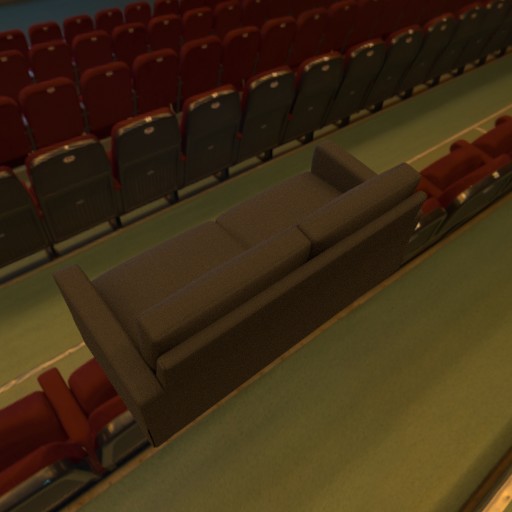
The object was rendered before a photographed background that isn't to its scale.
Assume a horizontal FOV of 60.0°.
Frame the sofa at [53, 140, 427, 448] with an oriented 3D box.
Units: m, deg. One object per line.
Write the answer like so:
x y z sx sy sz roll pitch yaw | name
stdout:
0.000 0.000 2.405 1.852 0.839 0.898 -31 53 -26 | sofa
